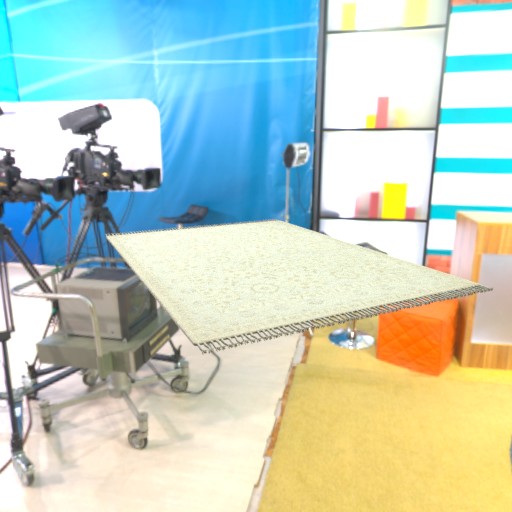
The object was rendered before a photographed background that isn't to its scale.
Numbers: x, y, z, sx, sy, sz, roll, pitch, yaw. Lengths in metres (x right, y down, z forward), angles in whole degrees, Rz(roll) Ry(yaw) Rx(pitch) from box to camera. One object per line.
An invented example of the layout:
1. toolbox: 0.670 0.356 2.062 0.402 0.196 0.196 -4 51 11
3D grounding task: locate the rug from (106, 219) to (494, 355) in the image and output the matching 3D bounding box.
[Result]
1. rug: 0.000 0.000 2.258 1.223 0.015 1.771 -7 16 -26
